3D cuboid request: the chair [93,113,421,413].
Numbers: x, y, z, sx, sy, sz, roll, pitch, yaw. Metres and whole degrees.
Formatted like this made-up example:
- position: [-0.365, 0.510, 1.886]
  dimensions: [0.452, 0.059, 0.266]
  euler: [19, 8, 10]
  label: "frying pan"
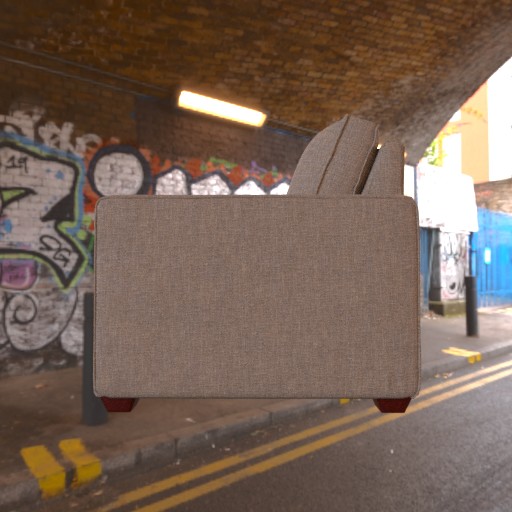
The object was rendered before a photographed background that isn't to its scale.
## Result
- position: [0.000, 0.000, 1.722]
  dimensions: [0.940, 0.914, 1.016]
  euler: [0, -1, 0]
  label: "chair"
